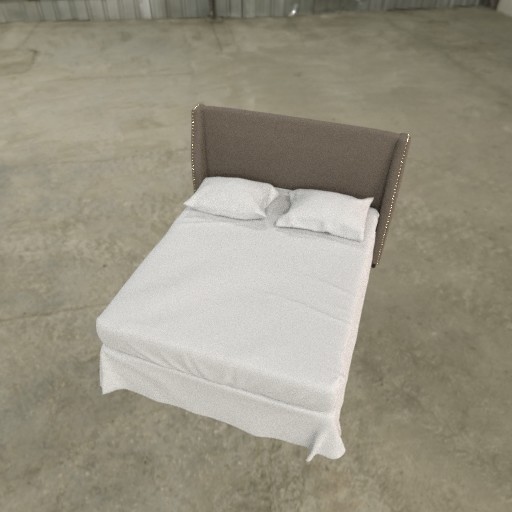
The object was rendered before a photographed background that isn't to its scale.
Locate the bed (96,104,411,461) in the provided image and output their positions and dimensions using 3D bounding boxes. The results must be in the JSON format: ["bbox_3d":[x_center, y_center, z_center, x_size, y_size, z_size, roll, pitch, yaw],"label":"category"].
[{"bbox_3d":[0.000,0.000,3.459,1.925,1.332,2.276,13,43,14],"label":"bed"}]
